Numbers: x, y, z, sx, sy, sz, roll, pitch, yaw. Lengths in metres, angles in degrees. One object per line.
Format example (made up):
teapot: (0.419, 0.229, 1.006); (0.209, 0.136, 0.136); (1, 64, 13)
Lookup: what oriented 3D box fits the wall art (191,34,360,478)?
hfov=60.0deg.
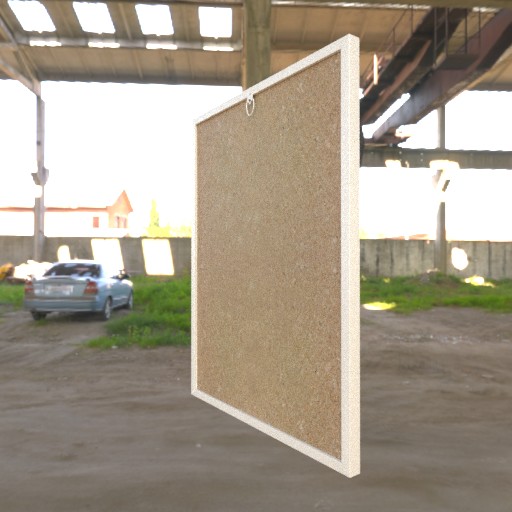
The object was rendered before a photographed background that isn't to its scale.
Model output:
wall art: (0.000, 0.000, 1.388); (0.042, 1.056, 0.805); (0, -1, -36)
